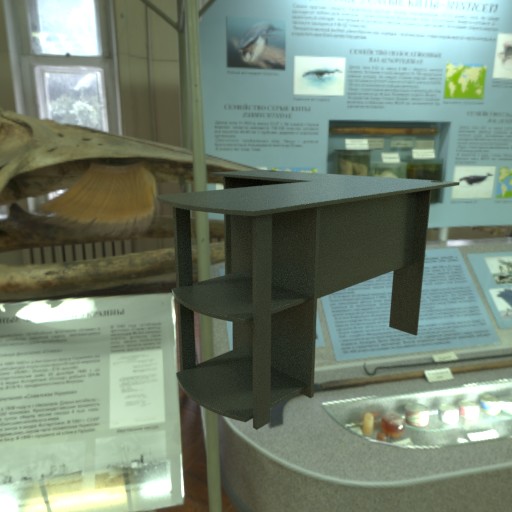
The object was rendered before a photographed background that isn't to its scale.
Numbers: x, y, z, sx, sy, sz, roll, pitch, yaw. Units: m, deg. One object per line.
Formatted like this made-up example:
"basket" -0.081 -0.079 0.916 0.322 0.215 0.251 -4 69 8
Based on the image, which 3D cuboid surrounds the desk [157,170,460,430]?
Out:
"desk" 0.000 0.000 2.147 1.361 0.716 1.303 -13 19 -42
